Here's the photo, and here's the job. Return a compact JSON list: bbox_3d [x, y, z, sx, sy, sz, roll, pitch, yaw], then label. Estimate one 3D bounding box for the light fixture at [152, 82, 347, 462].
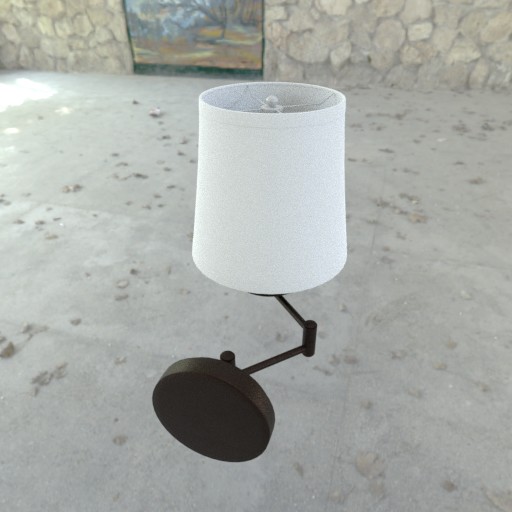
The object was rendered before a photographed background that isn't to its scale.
[{"bbox_3d":[0.000,0.000,0.263,0.100,0.172,0.157,10,33,15],"label":"light fixture"}]
